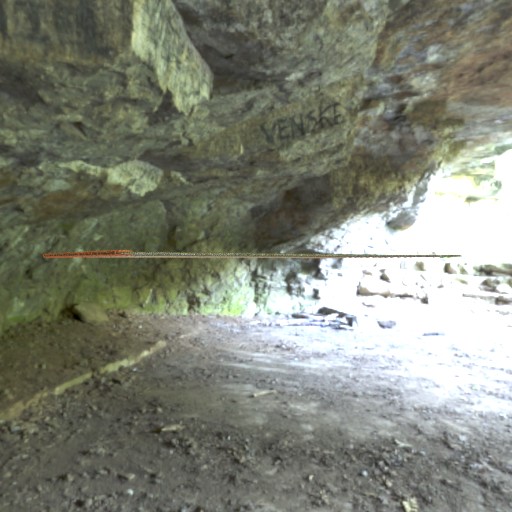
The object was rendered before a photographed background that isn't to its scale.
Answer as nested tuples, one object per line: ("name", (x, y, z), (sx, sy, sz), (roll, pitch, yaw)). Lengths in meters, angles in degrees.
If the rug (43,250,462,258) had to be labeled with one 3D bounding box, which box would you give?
("rug", (0.000, 0.000, 2.291), (1.838, 0.019, 1.220), (0, -1, -35))
